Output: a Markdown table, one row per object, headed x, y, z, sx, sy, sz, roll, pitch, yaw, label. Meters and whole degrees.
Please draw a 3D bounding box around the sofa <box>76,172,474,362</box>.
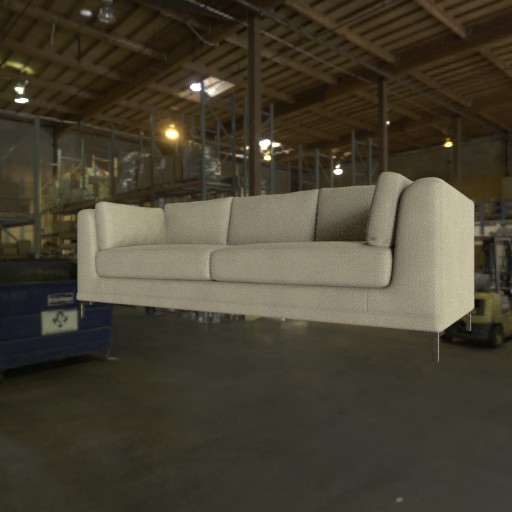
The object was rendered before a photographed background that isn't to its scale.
| x | y | z | sx | sy | sz | roll | pitch | yaw | label |
| --- | --- | --- | --- | --- | --- | --- | --- | --- | --- |
| 0.000 | 0.000 | 2.846 | 2.415 | 0.867 | 0.969 | 0 | 0 | 33 | sofa |
